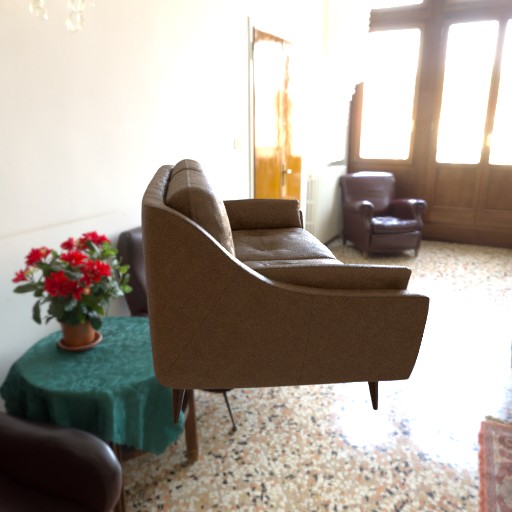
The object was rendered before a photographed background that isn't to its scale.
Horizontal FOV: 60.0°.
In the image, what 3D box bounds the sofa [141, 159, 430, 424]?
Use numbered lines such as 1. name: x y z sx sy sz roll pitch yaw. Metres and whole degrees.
1. sofa: 0.000 0.000 2.246 0.981 0.886 1.731 -3 16 -9
